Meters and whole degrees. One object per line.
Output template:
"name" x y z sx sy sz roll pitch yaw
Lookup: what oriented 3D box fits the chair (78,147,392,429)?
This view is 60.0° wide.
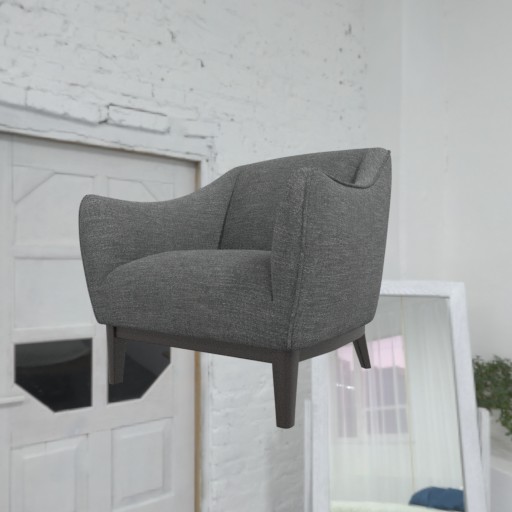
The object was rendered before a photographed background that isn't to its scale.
"chair" 0.000 0.000 1.550 0.870 0.829 0.851 0 0 34
